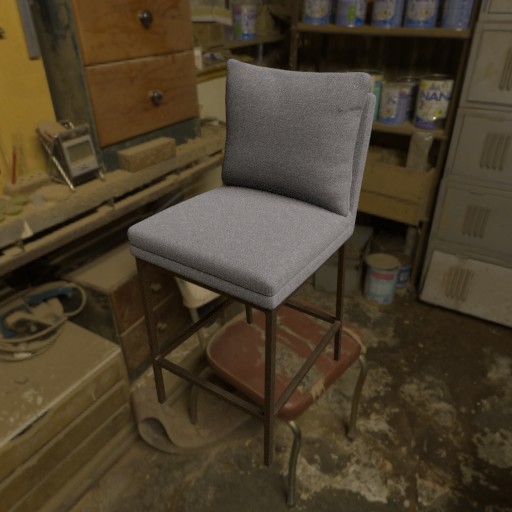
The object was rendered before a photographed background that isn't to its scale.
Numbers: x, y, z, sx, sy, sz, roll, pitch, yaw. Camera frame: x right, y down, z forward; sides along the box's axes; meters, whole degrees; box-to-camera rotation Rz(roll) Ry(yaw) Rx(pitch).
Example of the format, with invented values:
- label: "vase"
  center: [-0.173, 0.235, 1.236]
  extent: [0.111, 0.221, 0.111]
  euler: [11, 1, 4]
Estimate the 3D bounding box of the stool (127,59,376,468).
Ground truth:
- label: "stool"
  center: [0.000, 0.000, 1.334]
  extent: [0.463, 1.031, 0.569]
  euler: [18, 35, 28]
